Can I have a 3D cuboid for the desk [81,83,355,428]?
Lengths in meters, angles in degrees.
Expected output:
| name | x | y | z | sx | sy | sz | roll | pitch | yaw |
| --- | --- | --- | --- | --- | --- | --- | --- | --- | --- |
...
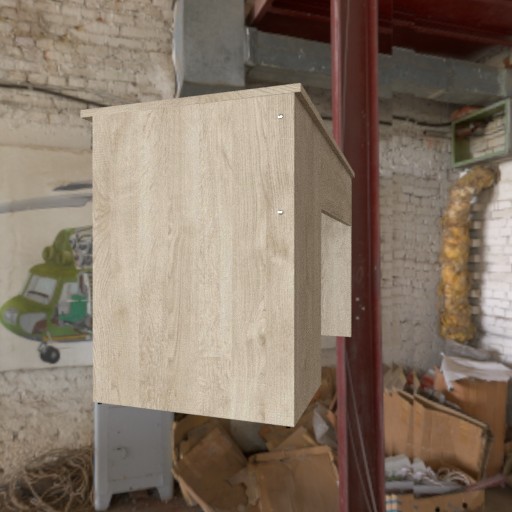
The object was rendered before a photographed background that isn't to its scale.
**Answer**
| name | x | y | z | sx | sy | sz | roll | pitch | yaw |
| --- | --- | --- | --- | --- | --- | --- | --- | --- | --- |
| desk | 0.000 | 0.000 | 1.537 | 0.560 | 0.730 | 1.096 | 0 | 0 | 18 |
